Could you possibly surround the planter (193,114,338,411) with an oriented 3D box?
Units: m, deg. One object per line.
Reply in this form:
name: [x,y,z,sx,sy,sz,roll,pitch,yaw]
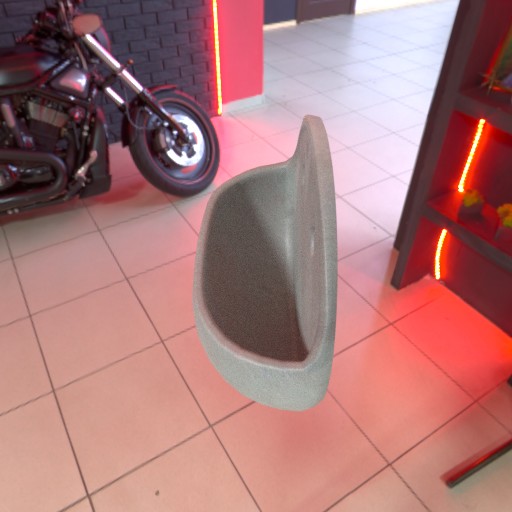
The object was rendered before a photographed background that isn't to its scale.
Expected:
planter: [0.000,0.000,0.277,0.073,0.164,0.190,0,41,0]
